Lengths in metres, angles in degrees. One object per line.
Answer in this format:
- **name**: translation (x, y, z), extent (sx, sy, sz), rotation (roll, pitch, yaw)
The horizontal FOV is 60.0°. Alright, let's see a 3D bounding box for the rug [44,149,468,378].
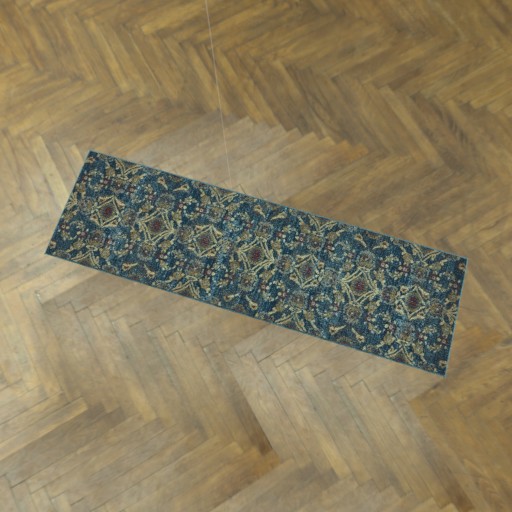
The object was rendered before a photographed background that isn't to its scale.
- **rug**: translation (0.000, 0.000, 2.495), extent (2.292, 0.014, 0.685), rotation (17, 76, 4)
